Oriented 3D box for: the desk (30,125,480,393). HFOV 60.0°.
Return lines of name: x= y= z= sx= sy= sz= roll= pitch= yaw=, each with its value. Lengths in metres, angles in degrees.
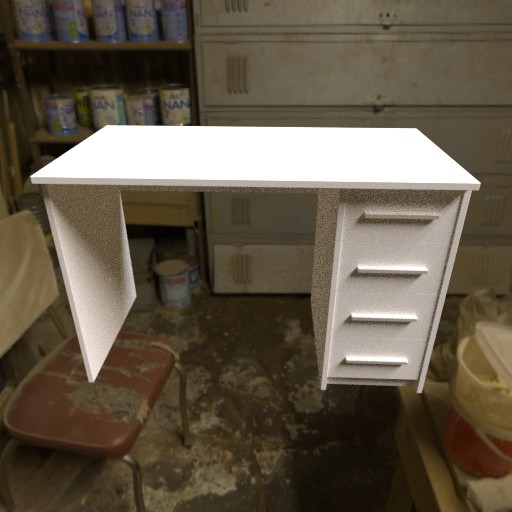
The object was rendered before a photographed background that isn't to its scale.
desk: x=0.000 y=0.000 z=1.495 sx=1.096 sy=0.730 sz=0.560 roll=1 pitch=29 yaw=2
